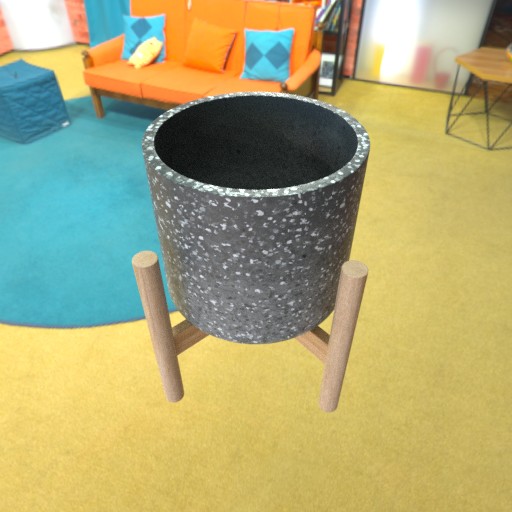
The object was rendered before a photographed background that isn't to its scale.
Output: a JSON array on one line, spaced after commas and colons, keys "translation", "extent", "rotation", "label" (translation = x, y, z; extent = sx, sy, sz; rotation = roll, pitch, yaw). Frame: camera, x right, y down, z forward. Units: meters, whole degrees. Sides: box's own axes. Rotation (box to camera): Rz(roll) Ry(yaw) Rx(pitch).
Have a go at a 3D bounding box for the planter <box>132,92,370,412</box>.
[{"translation": [0.000, 0.000, 0.544], "extent": [0.284, 0.320, 0.284], "rotation": [-12, 43, -14], "label": "planter"}]
